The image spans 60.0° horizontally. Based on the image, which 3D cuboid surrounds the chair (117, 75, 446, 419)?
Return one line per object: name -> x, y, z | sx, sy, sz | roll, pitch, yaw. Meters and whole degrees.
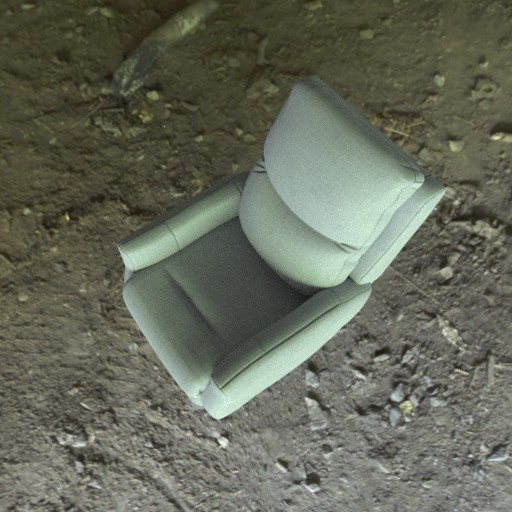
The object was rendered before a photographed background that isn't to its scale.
chair -> 0.000, 0.000, 1.817 | 1.080, 1.030, 0.829 | -34, 68, -16
